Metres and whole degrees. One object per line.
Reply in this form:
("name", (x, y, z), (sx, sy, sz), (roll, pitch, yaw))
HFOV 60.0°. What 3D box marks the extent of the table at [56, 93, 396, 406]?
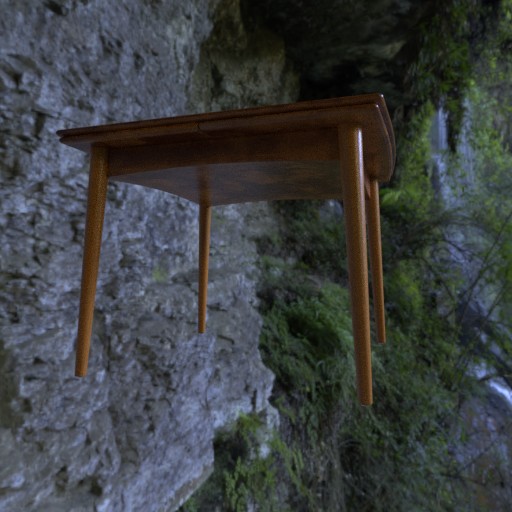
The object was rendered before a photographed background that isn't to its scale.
("table", (0.000, 0.000, 1.645), (0.991, 0.754, 0.991), (0, -1, 18))
